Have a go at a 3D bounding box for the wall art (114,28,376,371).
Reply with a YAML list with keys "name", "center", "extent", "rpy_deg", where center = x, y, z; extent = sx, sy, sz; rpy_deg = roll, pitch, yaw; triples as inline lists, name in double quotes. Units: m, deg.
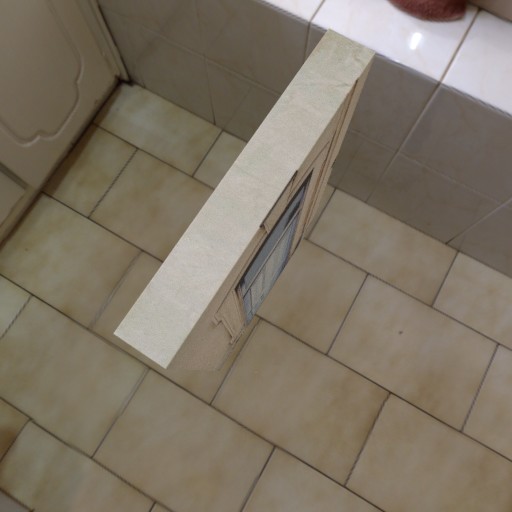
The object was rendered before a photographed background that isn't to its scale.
- name: "wall art"
  center: [0.000, 0.000, 0.469]
  extent: [0.038, 0.381, 0.254]
  rpy_deg: [31, 78, 8]
